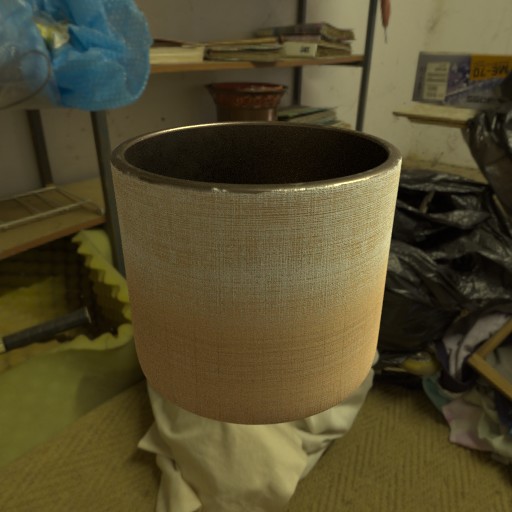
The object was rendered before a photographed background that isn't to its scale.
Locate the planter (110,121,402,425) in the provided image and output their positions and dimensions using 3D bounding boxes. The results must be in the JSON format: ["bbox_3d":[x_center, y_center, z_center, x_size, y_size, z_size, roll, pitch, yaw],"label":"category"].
[{"bbox_3d":[0.000,0.000,0.442,0.254,0.221,0.254,0,27,0],"label":"planter"}]
